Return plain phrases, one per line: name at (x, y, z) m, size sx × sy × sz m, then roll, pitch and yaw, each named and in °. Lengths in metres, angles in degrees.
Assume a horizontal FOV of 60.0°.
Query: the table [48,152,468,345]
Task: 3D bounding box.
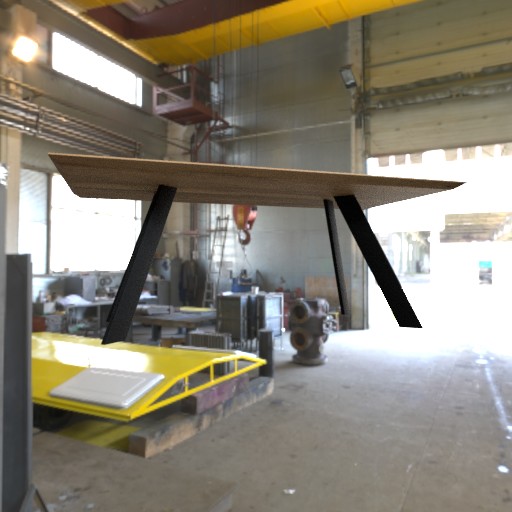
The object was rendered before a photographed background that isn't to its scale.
table at (0.000, 0.000, 2.482) m, size 2.000 × 0.770 × 1.000 m, roll 0°, pitch -1°, yaw -17°
